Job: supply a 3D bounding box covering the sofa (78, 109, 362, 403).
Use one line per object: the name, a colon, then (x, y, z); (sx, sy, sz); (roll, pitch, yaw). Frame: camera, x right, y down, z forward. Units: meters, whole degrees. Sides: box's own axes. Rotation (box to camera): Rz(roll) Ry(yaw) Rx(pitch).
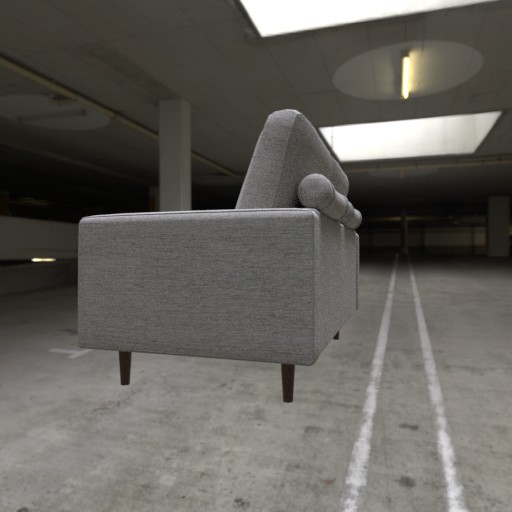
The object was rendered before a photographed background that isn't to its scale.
sofa: (0.000, 0.000, 1.983); (0.842, 0.907, 1.407); (0, 0, 18)
